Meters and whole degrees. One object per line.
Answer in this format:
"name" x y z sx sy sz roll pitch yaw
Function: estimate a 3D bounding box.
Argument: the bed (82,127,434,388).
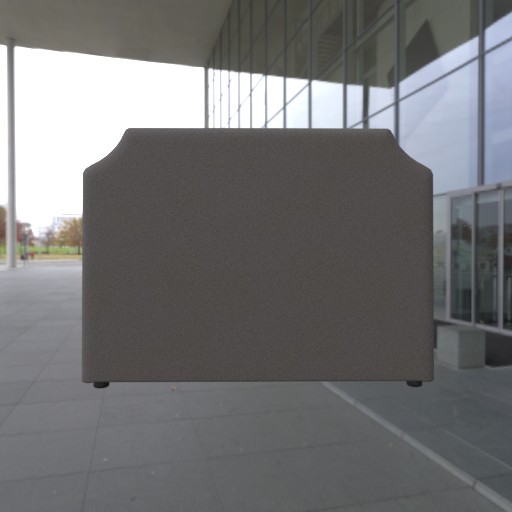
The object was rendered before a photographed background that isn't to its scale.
"bed" 0.000 0.000 3.876 2.194 1.561 2.536 0 1 -1
